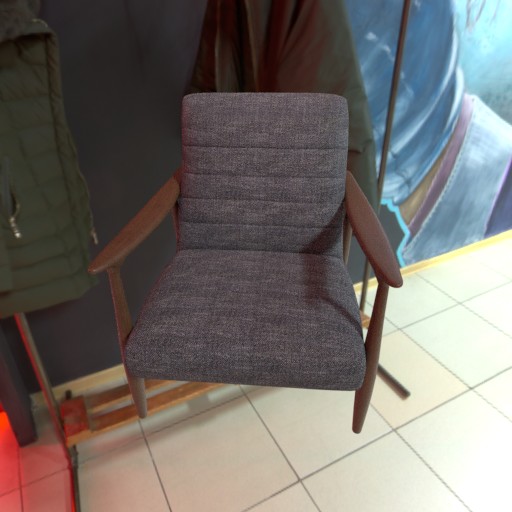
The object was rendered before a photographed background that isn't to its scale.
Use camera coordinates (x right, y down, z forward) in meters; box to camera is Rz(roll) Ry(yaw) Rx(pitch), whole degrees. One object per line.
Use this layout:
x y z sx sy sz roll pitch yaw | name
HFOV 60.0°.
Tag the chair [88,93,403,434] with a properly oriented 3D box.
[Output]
0.000 0.000 1.385 0.741 0.832 0.798 2 32 4 | chair
